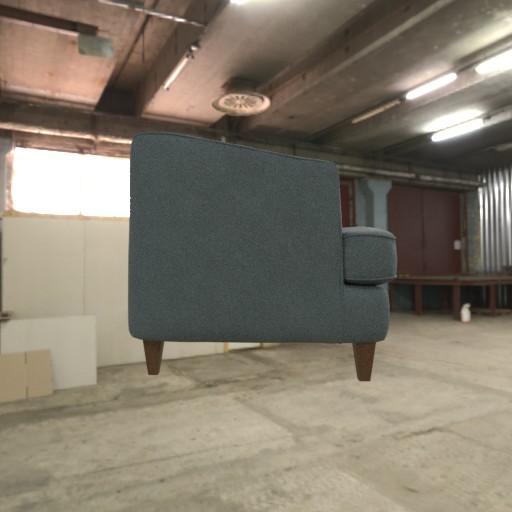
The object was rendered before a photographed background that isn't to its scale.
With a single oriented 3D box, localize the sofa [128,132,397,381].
[{"bbox_3d":[0.000,0.000,2.249,0.941,0.855,1.733,0,-2,0],"label":"sofa"}]
